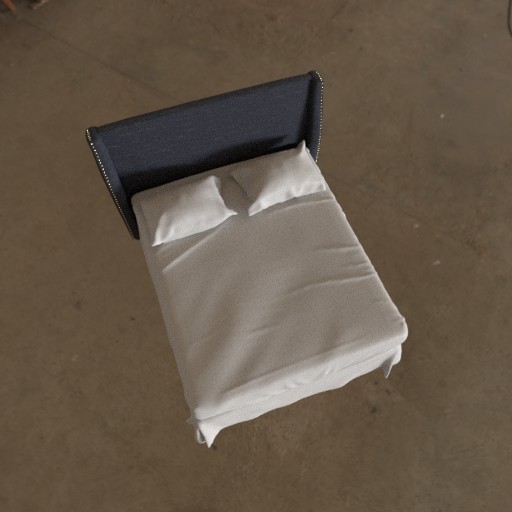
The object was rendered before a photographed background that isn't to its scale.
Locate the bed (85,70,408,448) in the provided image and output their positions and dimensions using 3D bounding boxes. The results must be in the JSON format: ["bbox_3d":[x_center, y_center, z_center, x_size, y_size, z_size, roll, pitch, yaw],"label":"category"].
[{"bbox_3d":[0.000,0.000,3.523,1.925,1.332,2.276,-18,63,-10],"label":"bed"}]
